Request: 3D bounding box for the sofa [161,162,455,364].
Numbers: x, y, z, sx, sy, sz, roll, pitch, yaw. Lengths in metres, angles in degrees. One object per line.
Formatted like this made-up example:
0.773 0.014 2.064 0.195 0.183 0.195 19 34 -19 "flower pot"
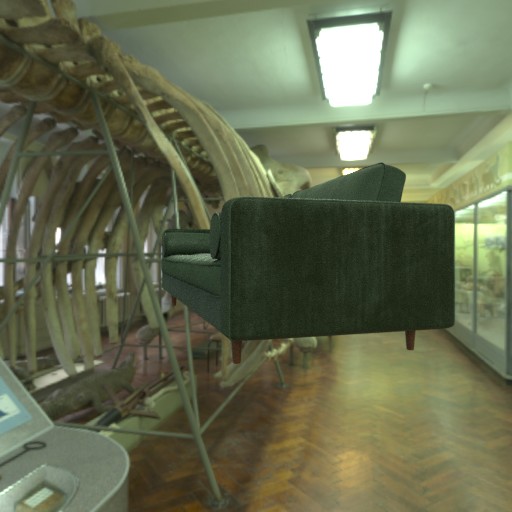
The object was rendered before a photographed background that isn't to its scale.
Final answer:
0.000 0.000 2.596 0.918 0.769 2.199 0 0 -17 "sofa"
